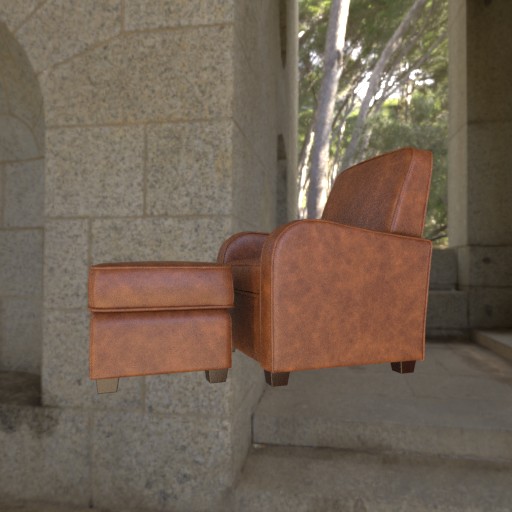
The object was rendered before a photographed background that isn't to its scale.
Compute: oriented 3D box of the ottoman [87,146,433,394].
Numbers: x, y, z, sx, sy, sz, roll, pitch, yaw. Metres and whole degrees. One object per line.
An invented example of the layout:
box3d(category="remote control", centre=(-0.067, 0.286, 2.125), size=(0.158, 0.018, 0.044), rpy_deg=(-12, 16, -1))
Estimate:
box3d(category="ottoman", centre=(0.000, 0.000, 1.853), size=(1.314, 0.904, 0.732), rpy_deg=(0, -1, -20))
